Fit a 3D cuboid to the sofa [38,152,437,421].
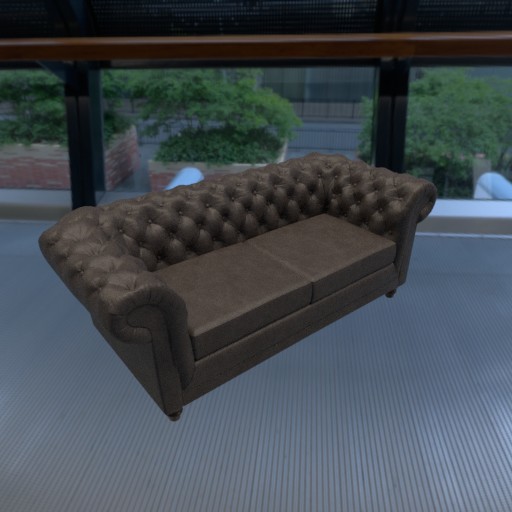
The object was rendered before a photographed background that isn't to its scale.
[{"bbox_3d":[0.000,0.000,2.511,2.048,0.779,0.944,-21,34,-34],"label":"sofa"}]
